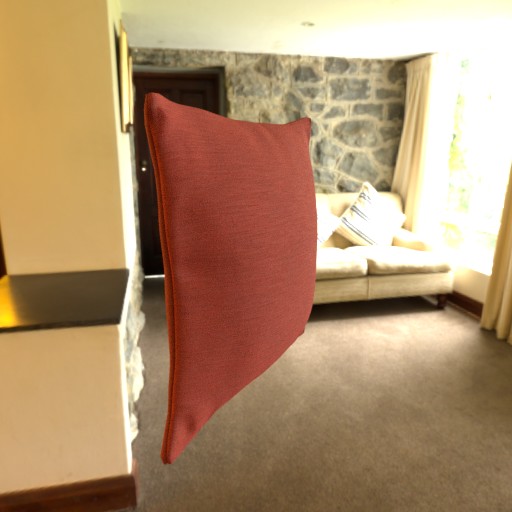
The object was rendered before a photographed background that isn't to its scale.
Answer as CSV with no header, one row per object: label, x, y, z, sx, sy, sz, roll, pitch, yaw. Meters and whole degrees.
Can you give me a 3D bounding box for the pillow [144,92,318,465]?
pillow,0.000,0.000,0.654,0.151,0.416,0.435,7,15,27
